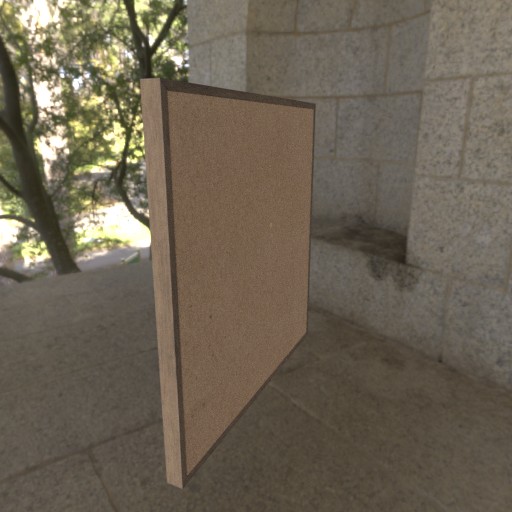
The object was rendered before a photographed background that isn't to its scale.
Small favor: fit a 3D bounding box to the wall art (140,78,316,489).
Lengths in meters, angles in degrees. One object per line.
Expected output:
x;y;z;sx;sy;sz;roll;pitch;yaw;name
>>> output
0.000;0.000;1.114;0.038;0.762;0.762;7;17;24;wall art
